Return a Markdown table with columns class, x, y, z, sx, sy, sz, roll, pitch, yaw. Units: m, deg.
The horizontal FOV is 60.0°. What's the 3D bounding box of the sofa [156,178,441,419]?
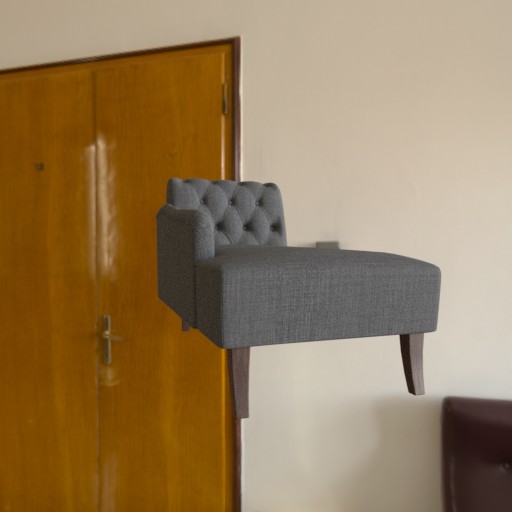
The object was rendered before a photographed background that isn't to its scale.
| class | x | y | z | sx | sy | sz | roll | pitch | yaw |
| --- | --- | --- | --- | --- | --- | --- | --- | --- | --- |
| sofa | 0.000 | 0.000 | 1.815 | 0.675 | 0.787 | 1.379 | 0 | 1 | -19 |
